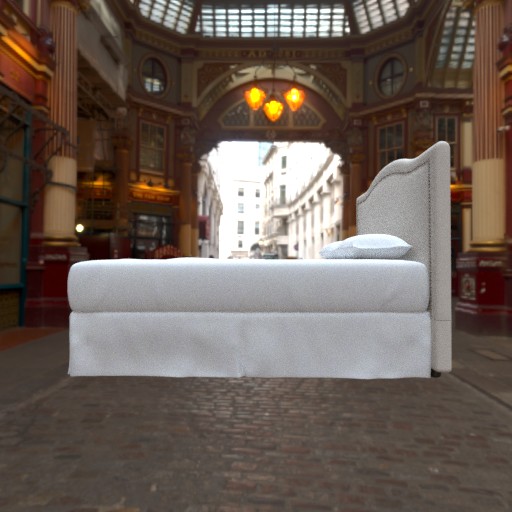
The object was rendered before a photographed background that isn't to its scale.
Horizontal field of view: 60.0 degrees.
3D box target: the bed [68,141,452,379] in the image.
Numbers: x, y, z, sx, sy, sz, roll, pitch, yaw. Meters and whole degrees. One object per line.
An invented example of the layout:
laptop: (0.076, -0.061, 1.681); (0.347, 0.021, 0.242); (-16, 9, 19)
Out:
bed: (0.000, 0.000, 3.465); (2.182, 1.421, 2.083); (0, -1, 1)
